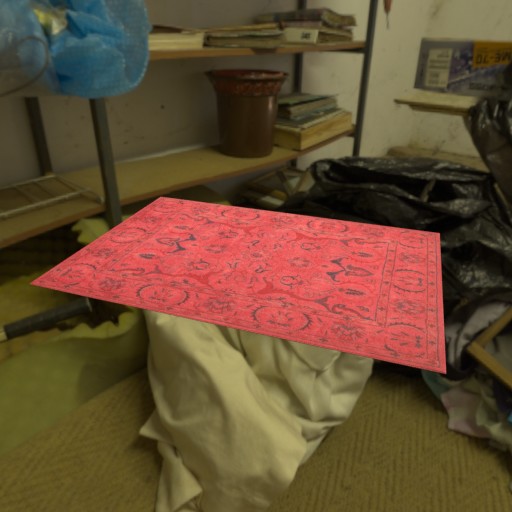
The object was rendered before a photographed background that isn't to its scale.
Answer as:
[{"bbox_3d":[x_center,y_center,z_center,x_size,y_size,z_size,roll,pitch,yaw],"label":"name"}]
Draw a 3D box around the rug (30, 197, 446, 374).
[{"bbox_3d":[0.000,0.000,2.304,1.814,0.008,1.209,9,29,17],"label":"rug"}]
